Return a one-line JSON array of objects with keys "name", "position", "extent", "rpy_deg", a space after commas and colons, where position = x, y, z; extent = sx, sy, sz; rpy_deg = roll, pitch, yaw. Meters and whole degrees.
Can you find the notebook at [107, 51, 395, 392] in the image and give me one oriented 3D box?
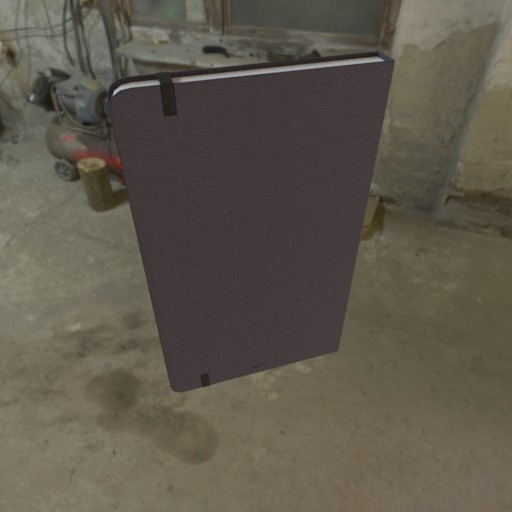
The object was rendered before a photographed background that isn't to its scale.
[{"name": "notebook", "position": [0.000, 0.000, 0.260], "extent": [0.127, 0.213, 0.016], "rpy_deg": [-11, 42, -13]}]
